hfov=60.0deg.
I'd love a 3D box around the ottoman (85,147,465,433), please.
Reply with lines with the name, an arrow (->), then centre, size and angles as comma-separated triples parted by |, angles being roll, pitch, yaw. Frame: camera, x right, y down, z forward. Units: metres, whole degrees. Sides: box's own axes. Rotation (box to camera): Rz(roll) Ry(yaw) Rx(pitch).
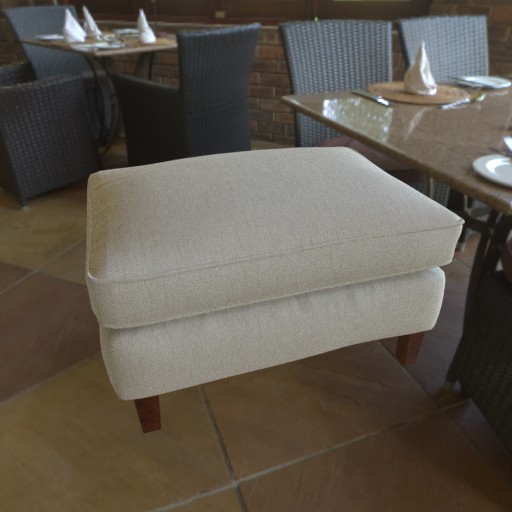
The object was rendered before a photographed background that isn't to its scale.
ottoman -> 0.000, 0.000, 0.966 | 0.665, 0.406, 0.501 | -9, 33, -15
